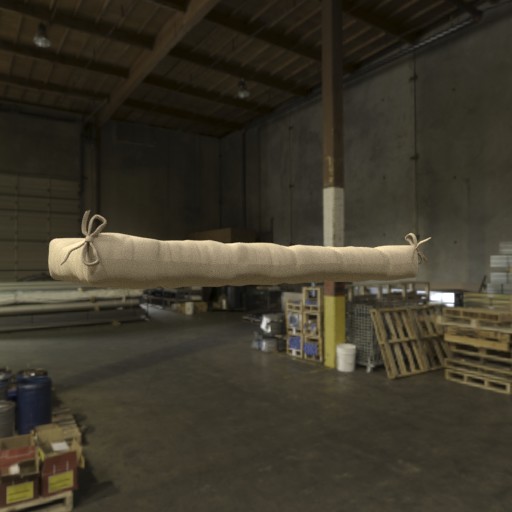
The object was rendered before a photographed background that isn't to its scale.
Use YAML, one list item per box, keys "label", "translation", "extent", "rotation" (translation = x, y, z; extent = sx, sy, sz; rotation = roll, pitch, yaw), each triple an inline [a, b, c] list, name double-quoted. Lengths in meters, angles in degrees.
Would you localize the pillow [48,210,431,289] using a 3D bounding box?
- label: "pillow"
  translation: [0.000, 0.000, 1.378]
  extent: [1.194, 0.174, 0.511]
  rotation: [1, -1, -35]
